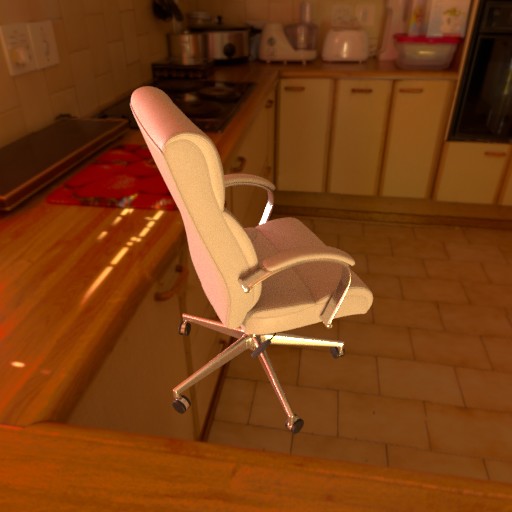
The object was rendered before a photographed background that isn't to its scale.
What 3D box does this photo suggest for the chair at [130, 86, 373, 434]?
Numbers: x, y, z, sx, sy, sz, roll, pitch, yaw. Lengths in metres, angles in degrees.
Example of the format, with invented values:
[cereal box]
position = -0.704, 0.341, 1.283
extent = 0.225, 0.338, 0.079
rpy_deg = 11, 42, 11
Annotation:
[chair]
position = 0.000, 0.000, 1.579
extent = 0.745, 1.099, 0.727
rpy_deg = -12, 34, -18
